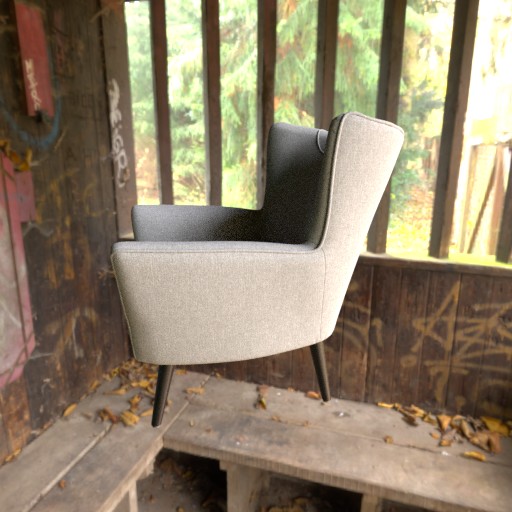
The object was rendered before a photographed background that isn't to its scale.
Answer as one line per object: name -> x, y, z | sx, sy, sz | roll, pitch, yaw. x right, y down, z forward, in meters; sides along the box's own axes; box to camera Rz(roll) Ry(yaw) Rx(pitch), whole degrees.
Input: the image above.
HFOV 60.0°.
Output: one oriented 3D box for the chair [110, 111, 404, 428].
chair -> 0.000, 0.000, 1.561 | 0.888, 0.933, 0.781 | -3, 15, -10
